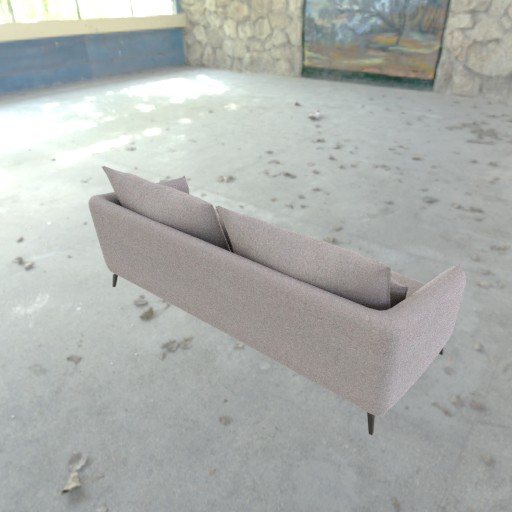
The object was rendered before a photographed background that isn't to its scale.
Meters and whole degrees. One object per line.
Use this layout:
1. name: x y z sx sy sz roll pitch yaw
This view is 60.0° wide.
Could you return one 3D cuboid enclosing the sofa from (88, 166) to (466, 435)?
1. sofa: 0.000 0.000 2.447 2.022 0.833 0.809 22 37 32
